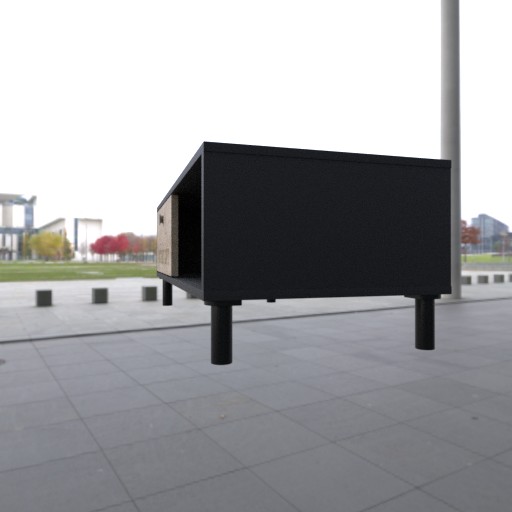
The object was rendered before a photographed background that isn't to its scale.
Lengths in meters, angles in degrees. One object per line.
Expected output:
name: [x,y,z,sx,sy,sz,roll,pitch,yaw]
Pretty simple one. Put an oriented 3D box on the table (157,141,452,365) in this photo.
table: [0.000,0.000,1.380,0.550,0.400,1.100,0,0,-17]
